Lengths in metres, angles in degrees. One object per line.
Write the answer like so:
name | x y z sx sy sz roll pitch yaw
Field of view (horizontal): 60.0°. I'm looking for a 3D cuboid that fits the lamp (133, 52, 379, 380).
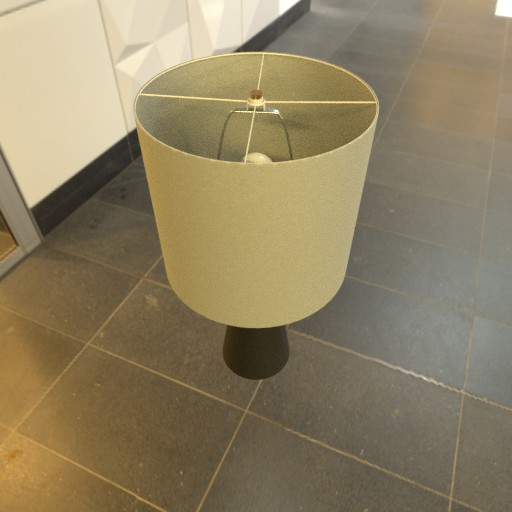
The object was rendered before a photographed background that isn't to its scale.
lamp | 0.000 0.000 0.764 0.308 0.580 0.308 3 45 3
